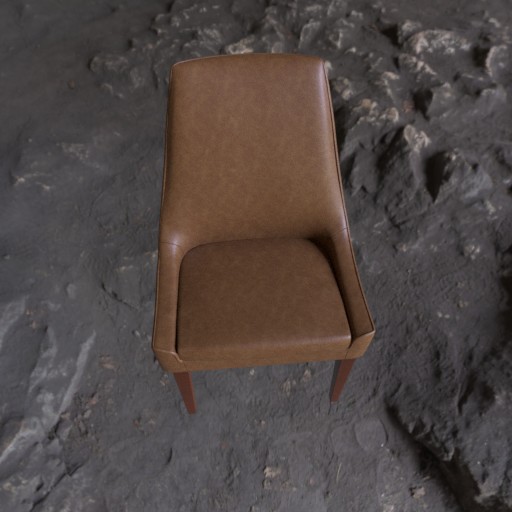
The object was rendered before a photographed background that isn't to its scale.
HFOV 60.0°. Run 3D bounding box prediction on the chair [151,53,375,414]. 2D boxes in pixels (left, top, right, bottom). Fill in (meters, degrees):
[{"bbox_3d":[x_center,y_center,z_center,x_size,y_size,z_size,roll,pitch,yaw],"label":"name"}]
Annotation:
[{"bbox_3d":[0.000,0.000,1.190,0.529,0.861,0.544,-4,48,-3],"label":"chair"}]
